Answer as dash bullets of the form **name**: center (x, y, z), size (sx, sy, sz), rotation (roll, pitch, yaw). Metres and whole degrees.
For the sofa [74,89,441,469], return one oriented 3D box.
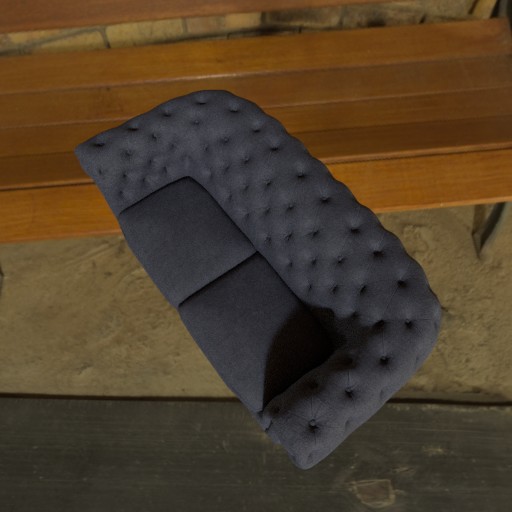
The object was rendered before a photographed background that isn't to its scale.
- **sofa**: center (0.000, 0.000, 2.477), size (1.082, 0.833, 1.988), rotation (-34, 68, -16)
